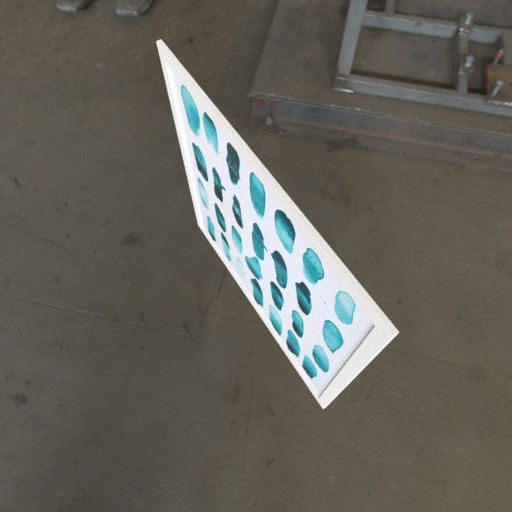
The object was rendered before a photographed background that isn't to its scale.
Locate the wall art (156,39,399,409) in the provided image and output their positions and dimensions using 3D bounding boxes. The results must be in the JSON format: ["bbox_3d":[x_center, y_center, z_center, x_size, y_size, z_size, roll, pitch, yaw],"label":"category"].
[{"bbox_3d":[0.000,0.000,0.832,0.009,0.559,0.558,-30,67,-14],"label":"wall art"}]
